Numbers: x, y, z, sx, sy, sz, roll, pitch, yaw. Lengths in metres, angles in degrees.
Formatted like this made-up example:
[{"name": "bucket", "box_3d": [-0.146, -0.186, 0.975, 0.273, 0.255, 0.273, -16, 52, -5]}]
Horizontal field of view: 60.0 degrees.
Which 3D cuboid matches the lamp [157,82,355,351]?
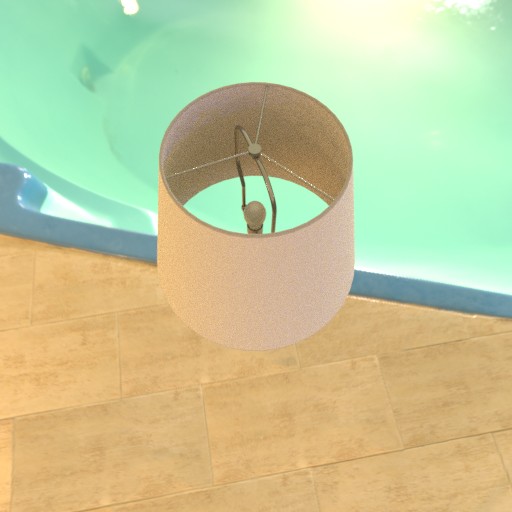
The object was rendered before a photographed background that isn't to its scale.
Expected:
[{"name": "lamp", "box_3d": [0.000, 0.000, 0.807, 0.355, 0.582, 0.355, 0, 64, 0]}]
